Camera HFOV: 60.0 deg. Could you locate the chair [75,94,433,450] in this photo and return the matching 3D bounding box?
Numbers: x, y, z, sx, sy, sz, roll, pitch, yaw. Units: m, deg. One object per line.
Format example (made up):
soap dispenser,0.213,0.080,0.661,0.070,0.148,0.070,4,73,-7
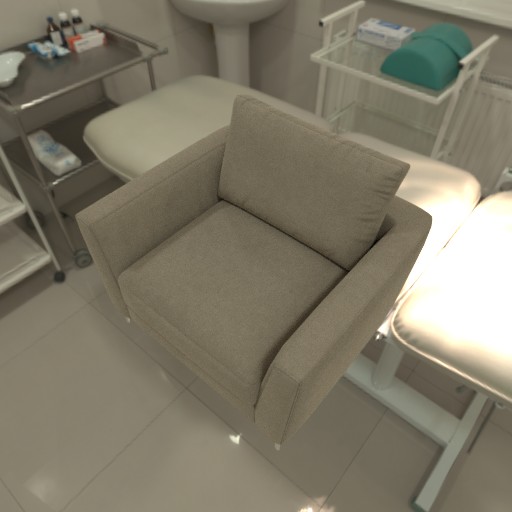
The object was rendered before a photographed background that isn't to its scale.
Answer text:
chair,0.000,0.000,1.743,1.041,0.864,0.889,32,55,26
